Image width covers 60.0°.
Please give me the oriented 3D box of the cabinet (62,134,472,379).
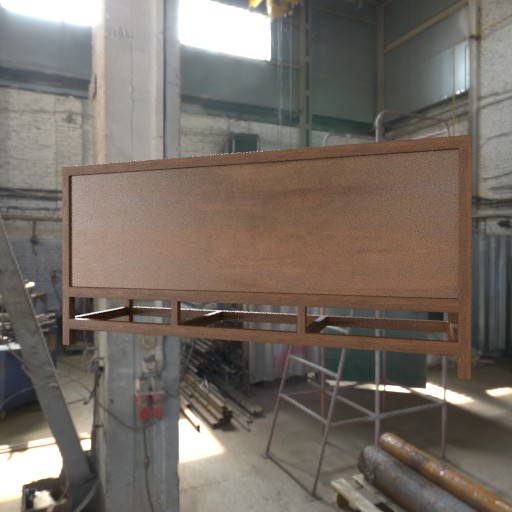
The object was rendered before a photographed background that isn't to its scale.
[{"bbox_3d":[0.000,0.000,2.009,1.708,0.820,0.522,0,1,19],"label":"cabinet"}]
